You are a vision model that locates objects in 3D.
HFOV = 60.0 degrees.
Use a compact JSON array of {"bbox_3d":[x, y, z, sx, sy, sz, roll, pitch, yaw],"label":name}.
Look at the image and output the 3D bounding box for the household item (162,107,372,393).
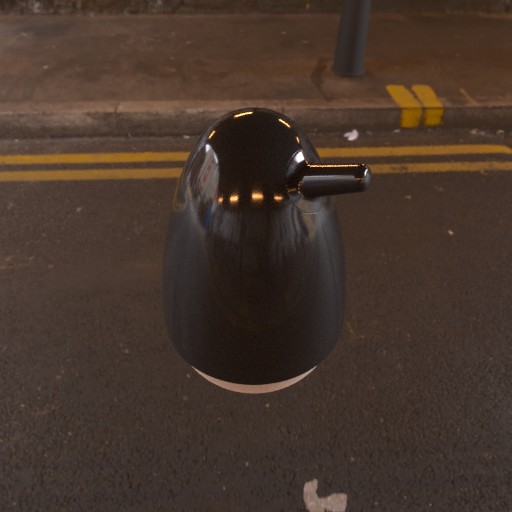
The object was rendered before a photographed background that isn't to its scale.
[{"bbox_3d":[0.000,0.000,0.228,0.104,0.152,0.102,25,47,26],"label":"household item"}]
